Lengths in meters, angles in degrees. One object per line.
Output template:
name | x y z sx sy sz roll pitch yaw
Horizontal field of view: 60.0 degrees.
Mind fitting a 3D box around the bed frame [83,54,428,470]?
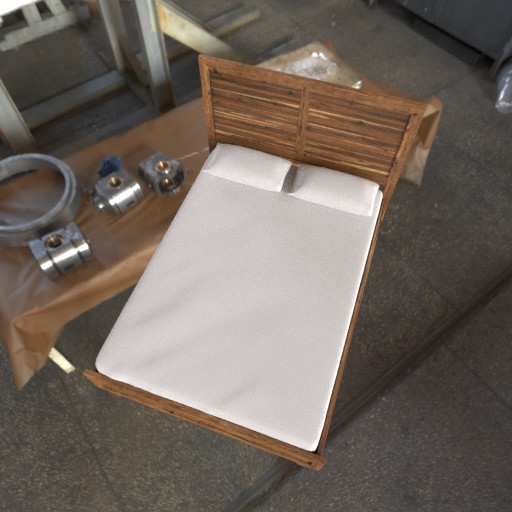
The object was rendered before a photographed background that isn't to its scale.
bed frame | 0.000 0.000 3.225 1.696 1.417 2.276 17 60 10
